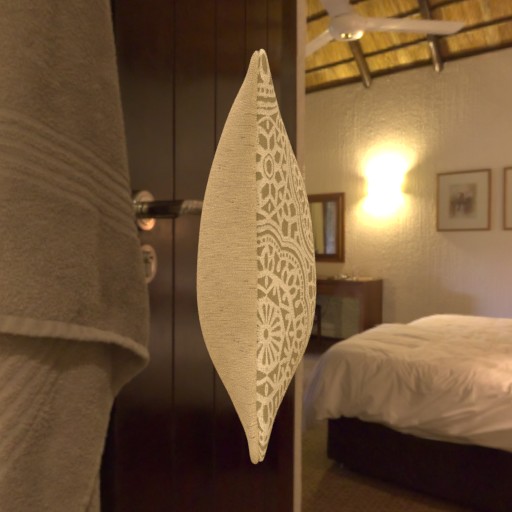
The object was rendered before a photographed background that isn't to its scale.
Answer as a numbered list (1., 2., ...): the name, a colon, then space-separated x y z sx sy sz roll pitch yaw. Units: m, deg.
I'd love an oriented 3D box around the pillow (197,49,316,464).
1. pillow: 0.000 0.000 0.659 0.167 0.421 0.438 0 1 -1
